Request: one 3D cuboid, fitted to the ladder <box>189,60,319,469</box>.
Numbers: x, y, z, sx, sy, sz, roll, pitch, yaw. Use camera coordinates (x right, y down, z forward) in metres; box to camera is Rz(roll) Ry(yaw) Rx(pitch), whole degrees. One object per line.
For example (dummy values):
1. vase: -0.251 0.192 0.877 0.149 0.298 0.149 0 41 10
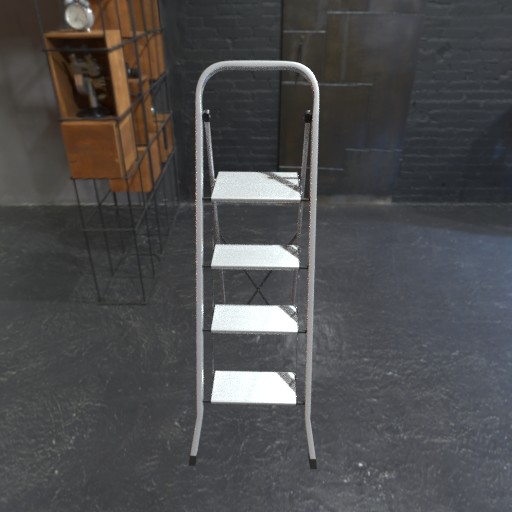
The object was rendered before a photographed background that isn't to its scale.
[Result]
1. ladder: 0.000 0.000 1.638 0.465 1.290 0.830 1 30 1
